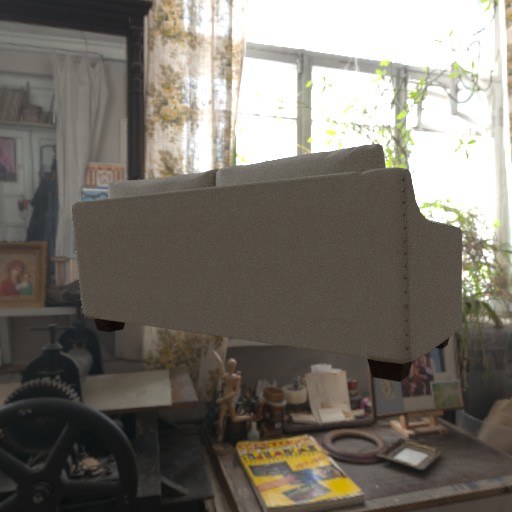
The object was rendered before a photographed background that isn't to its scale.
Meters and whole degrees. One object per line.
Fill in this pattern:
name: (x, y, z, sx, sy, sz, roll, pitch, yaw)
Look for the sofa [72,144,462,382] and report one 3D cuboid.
sofa: (0.000, 0.000, 2.663, 2.107, 0.983, 1.104, 1, 1, 35)
